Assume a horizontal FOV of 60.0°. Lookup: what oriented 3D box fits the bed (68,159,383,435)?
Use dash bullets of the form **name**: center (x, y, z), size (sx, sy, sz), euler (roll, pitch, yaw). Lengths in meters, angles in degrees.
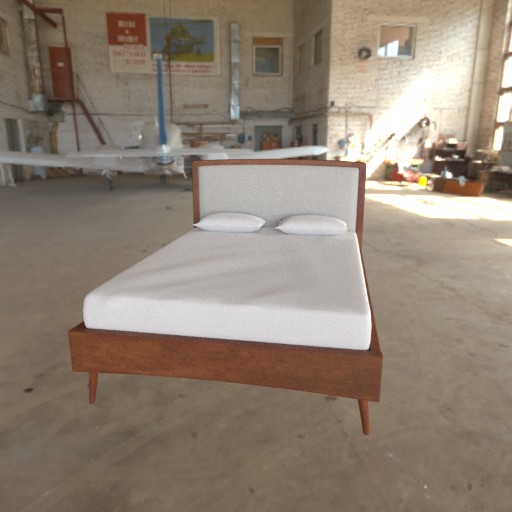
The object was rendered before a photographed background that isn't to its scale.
- **bed**: center (0.000, 0.000, 3.175), size (1.587, 1.275, 2.196), euler (3, 15, 10)
